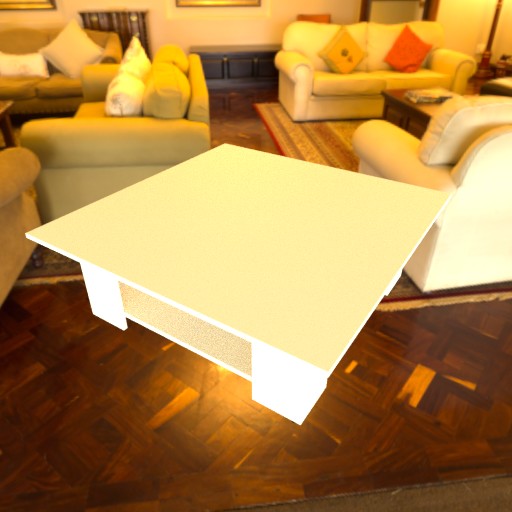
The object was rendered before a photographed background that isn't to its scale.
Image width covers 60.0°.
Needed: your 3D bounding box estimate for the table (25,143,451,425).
[{"bbox_3d":[0.000,0.000,1.372,0.890,0.305,0.890,20,37,28],"label":"table"}]
